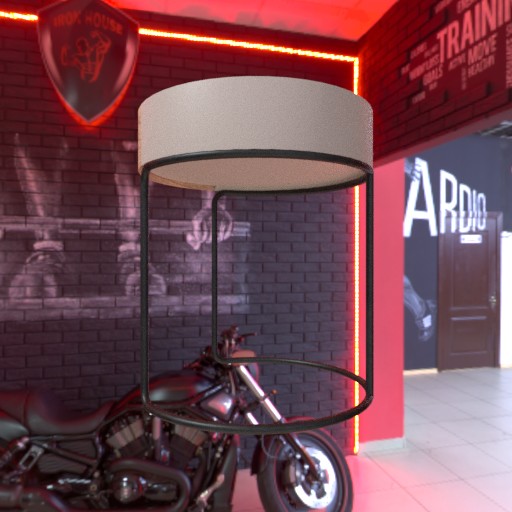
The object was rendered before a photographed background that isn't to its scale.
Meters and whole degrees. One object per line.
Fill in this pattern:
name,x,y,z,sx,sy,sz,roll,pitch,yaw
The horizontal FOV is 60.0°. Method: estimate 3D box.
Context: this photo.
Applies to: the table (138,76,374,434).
table,0.000,0.000,0.875,0.450,0.530,0.450,0,0,0
